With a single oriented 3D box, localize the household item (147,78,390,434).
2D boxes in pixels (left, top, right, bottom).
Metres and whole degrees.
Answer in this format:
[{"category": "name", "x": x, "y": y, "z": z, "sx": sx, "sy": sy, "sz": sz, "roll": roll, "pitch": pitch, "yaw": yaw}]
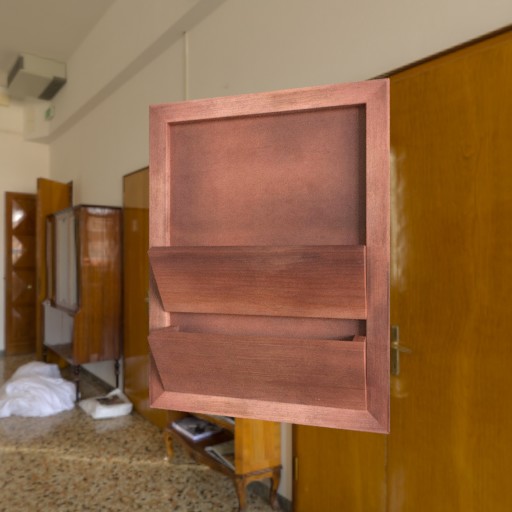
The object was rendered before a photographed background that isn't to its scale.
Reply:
[{"category": "household item", "x": 0.000, "y": 0.000, "z": 0.537, "sx": 0.310, "sy": 0.407, "sz": 0.067, "roll": 0, "pitch": 0, "yaw": 17}]
